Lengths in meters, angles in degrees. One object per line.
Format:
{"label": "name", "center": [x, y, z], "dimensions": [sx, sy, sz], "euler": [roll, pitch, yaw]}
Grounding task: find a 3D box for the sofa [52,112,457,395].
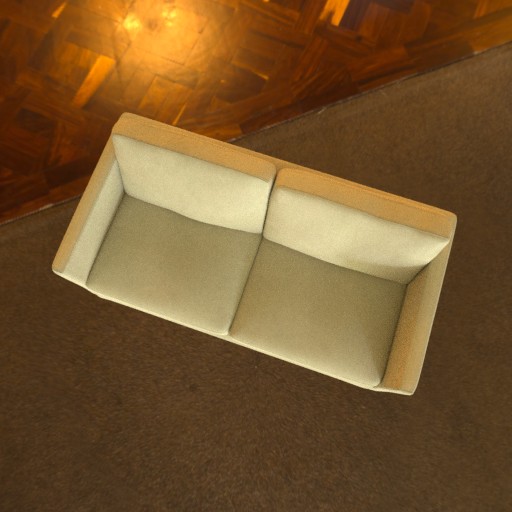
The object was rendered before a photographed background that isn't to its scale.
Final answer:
{"label": "sofa", "center": [0.000, 0.000, 2.431], "dimensions": [1.846, 0.940, 0.950], "euler": [18, 77, 4]}
